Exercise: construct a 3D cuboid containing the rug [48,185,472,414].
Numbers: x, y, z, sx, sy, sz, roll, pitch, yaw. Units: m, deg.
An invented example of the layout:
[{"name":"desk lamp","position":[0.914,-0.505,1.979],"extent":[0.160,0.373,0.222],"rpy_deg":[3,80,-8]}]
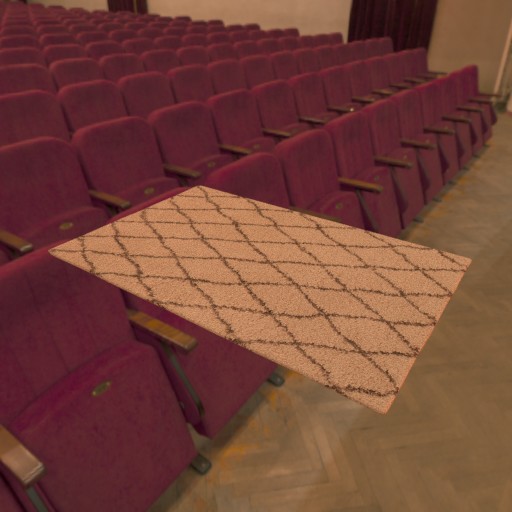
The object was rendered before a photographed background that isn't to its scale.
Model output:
[{"name":"rug","position":[0.000,0.000,3.402],"extent":[2.743,0.030,1.778],"rpy_deg":[19,35,30]}]
